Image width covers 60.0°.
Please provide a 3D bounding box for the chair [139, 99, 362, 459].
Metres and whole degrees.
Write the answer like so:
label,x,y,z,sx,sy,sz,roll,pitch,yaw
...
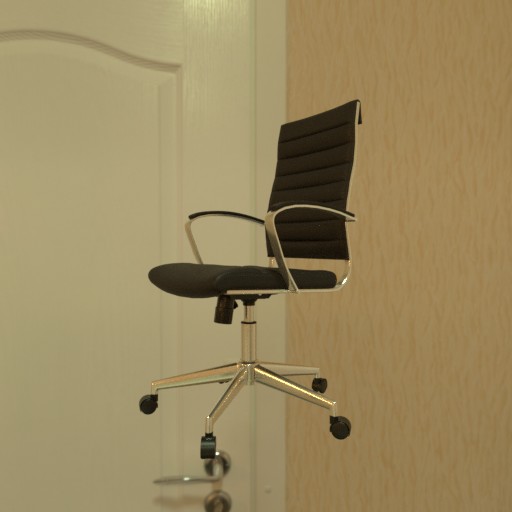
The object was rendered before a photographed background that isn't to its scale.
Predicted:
label,x,y,z,sx,sy,sz,roll,pitch,yaw
chair,0.000,0.000,1.634,0.739,1.149,0.766,-1,2,-36
